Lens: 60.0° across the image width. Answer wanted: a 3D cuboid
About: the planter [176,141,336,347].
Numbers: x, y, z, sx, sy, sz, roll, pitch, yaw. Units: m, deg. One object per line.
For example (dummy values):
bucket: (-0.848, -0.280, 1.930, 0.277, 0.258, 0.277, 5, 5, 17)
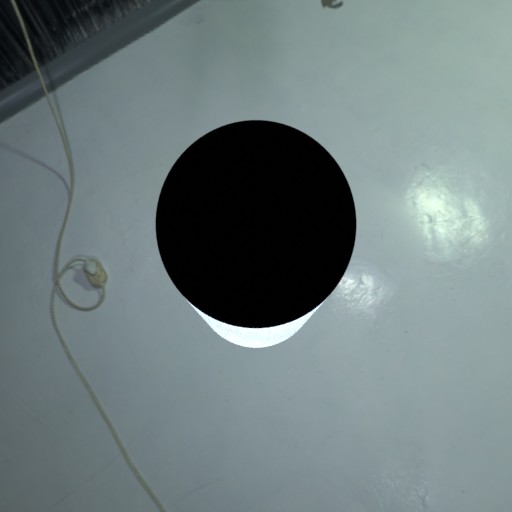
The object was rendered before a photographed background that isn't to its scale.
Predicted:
planter: (0.000, 0.000, 0.126, 0.045, 0.103, 0.045, -42, 79, -10)
